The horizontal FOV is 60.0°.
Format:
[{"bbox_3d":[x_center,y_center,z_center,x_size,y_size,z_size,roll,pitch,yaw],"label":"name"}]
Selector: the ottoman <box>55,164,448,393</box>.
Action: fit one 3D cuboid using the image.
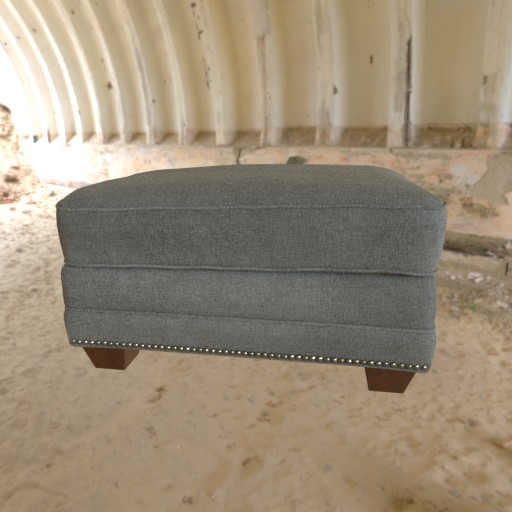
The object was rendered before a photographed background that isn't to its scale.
[{"bbox_3d":[0.000,0.000,1.149,0.813,0.457,0.561,2,15,9],"label":"ottoman"}]
